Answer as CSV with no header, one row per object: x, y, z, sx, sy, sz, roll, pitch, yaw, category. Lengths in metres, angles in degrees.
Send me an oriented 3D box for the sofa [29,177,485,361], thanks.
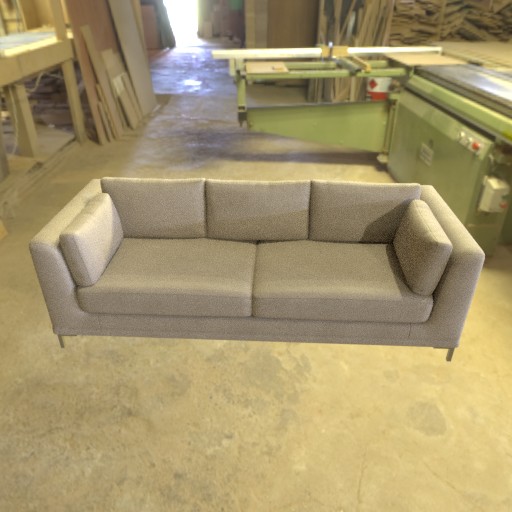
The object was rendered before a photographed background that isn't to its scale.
0.000,0.000,2.874,2.415,0.867,0.969,1,31,2,sofa
